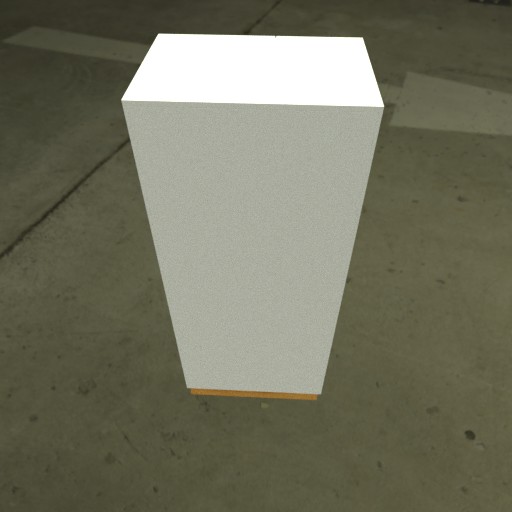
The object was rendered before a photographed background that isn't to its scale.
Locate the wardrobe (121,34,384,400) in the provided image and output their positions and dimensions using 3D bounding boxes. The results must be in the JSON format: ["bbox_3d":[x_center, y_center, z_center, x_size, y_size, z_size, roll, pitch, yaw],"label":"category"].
[{"bbox_3d":[0.000,0.000,2.386,0.860,2.040,0.600,2,46,2],"label":"wardrobe"}]
